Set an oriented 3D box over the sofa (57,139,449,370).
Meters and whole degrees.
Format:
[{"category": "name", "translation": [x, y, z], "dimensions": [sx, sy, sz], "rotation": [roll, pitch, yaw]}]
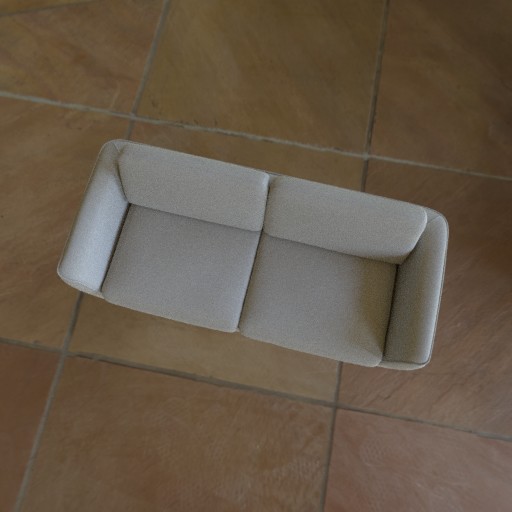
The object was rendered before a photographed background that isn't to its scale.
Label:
[{"category": "sofa", "translation": [0.000, 0.000, 2.550], "dimensions": [2.000, 0.850, 0.920], "rotation": [13, 74, 4]}]
